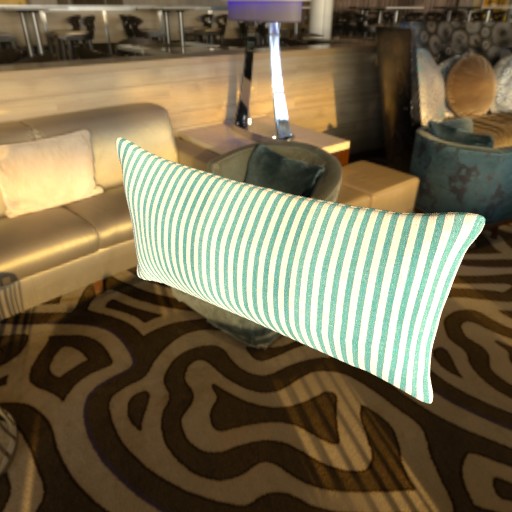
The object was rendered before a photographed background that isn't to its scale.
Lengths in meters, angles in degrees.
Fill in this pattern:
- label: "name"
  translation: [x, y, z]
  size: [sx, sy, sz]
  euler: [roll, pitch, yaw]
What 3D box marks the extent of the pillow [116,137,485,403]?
- label: "pillow"
  translation: [0.000, 0.000, 0.713]
  size: [0.617, 0.295, 0.151]
  euler: [19, 34, 30]
